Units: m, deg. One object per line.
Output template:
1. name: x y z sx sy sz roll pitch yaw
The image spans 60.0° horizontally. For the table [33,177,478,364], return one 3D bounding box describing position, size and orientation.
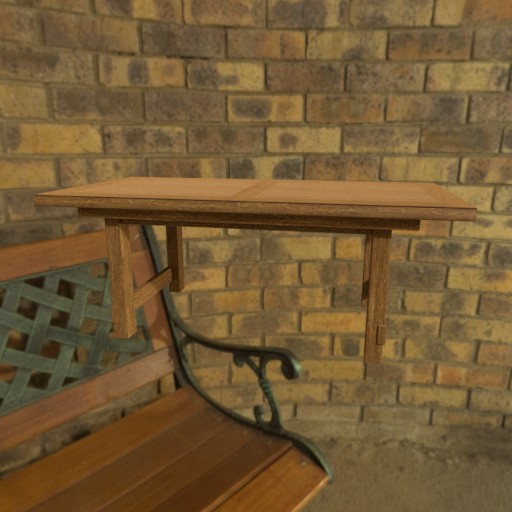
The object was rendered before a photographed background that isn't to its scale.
1. table: 0.000 0.000 2.497 1.982 0.762 1.000 3 15 12
